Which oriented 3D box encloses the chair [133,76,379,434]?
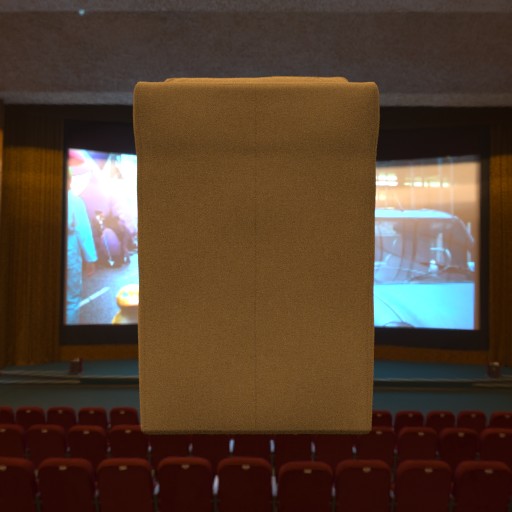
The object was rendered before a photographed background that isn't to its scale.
[{"bbox_3d":[0.000,0.000,1.374,0.626,0.914,0.694,0,-2,0],"label":"chair"}]
